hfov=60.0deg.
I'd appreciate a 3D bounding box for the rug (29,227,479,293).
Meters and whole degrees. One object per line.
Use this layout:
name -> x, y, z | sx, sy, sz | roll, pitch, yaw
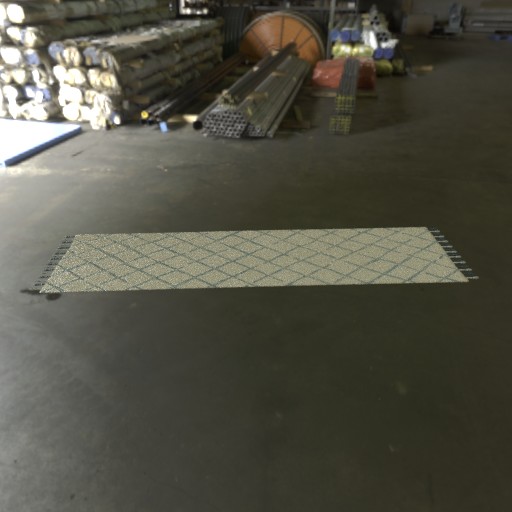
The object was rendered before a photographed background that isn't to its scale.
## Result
rug -> 0.000, 0.000, 2.571 | 2.372, 0.008, 0.620 | -1, 32, -2
